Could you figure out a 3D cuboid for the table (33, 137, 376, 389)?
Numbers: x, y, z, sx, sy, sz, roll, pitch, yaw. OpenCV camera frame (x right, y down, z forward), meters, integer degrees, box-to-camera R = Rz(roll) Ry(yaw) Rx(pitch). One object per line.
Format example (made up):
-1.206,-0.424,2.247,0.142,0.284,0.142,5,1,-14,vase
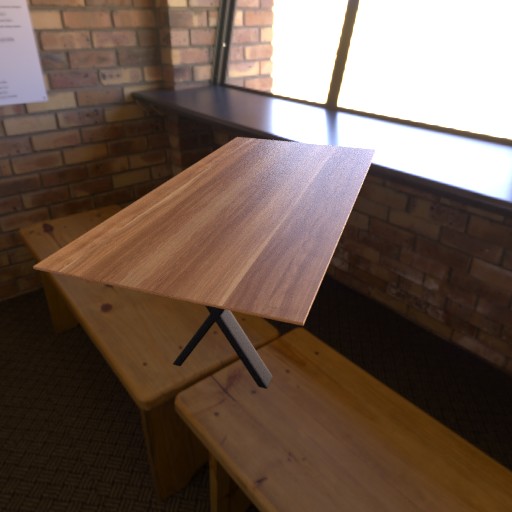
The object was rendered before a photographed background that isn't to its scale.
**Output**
0.000,0.000,2.462,1.000,0.770,2.000,10,30,17,table
